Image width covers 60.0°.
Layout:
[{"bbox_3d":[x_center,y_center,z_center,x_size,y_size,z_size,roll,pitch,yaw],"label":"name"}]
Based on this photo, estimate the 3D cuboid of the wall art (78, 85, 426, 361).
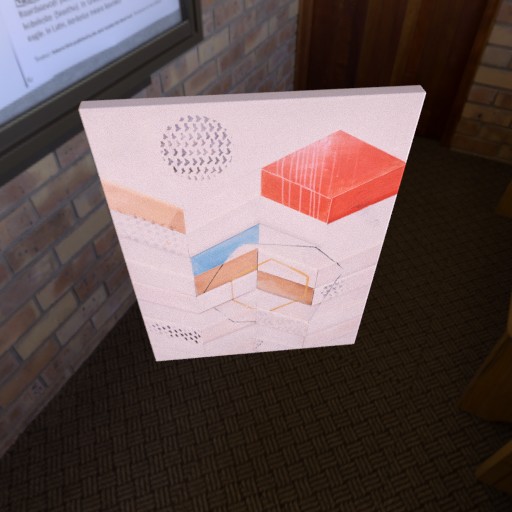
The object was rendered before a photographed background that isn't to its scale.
[{"bbox_3d":[0.000,0.000,1.340,0.759,1.014,0.045,-4,46,-4],"label":"wall art"}]
